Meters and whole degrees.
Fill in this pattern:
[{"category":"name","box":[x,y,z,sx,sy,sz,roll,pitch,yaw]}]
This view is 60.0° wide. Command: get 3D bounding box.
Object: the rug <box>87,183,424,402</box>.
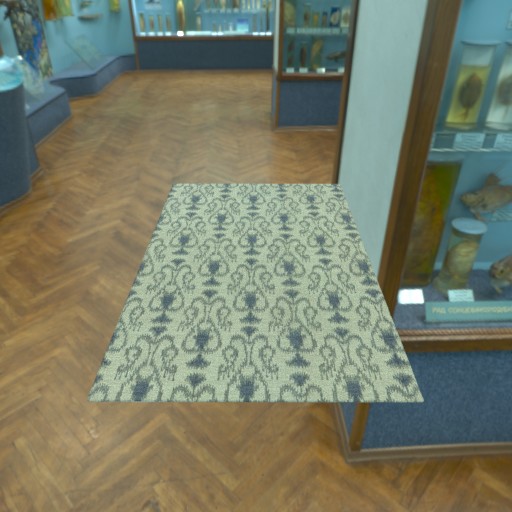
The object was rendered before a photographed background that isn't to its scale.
[{"category":"rug","box":[0.000,0.000,2.048,1.035,0.006,1.652,0,33,0]}]
